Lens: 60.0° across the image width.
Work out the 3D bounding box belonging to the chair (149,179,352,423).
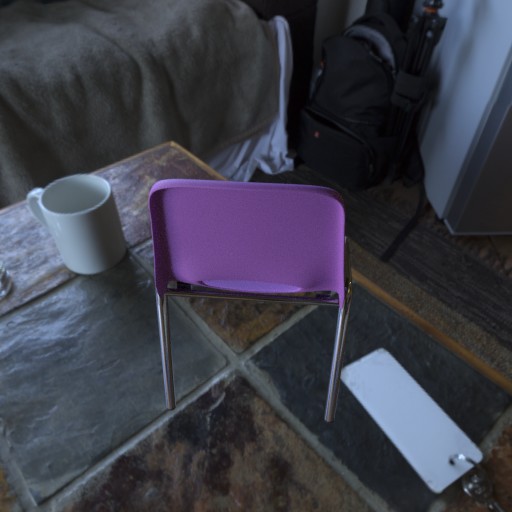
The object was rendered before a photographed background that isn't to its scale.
[{"bbox_3d":[0.000,0.000,0.687,0.291,0.493,0.301,3,47,3],"label":"chair"}]
